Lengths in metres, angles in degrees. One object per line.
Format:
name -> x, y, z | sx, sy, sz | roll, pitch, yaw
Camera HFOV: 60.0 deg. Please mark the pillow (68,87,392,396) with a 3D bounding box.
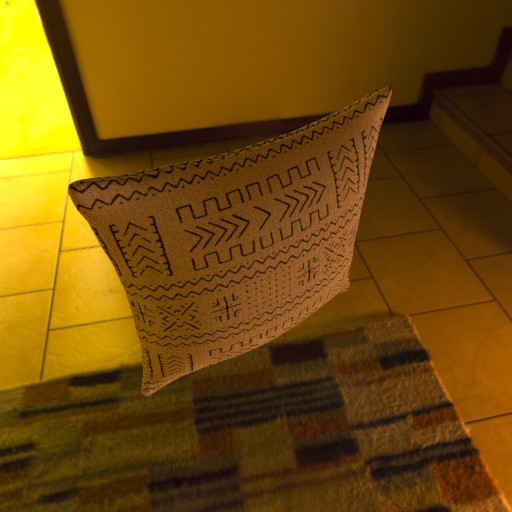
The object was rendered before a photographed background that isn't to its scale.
pillow -> 0.000, 0.000, 0.663 | 0.438, 0.430, 0.164 | -24, 50, -22
